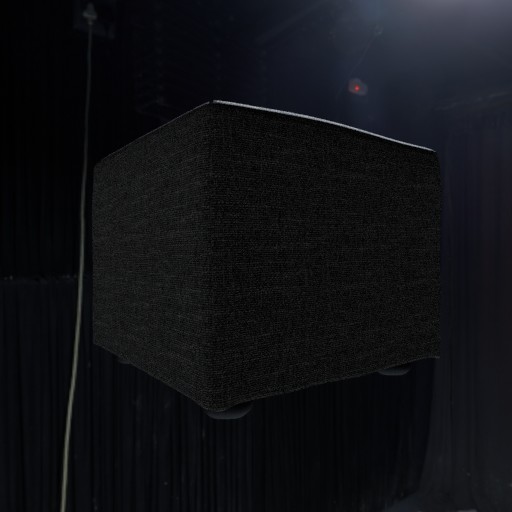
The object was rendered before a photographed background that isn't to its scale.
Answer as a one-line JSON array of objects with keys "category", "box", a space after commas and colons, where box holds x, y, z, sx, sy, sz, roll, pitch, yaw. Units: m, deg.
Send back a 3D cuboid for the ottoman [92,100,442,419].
[{"category": "ottoman", "box": [0.000, 0.000, 0.893, 0.512, 0.453, 0.521, 0, 1, -36]}]
